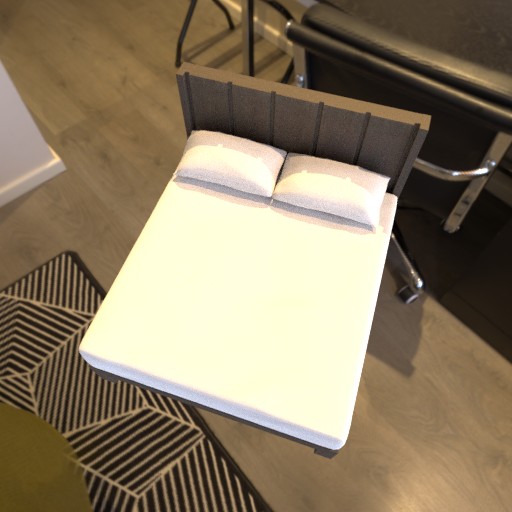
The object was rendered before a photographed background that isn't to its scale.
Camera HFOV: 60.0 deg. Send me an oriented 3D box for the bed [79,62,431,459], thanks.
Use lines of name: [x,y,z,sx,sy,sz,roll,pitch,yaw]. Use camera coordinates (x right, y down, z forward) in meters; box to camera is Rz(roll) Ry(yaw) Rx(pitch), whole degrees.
bed: [0.000,0.000,3.050,1.735,1.261,1.992,16,61,9]
